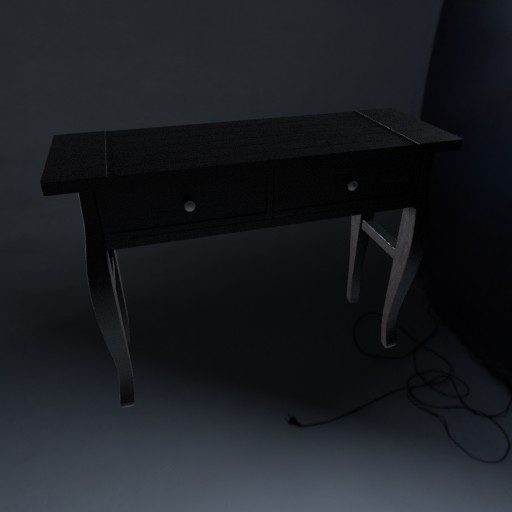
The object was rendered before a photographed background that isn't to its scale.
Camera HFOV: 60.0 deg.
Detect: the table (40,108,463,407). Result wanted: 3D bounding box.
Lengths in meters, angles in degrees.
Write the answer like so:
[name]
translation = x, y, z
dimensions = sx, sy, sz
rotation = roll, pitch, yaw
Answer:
[table]
translation = 0.000, 0.000, 1.416
dimensions = 1.062, 0.768, 0.373
rotation = -9, 33, -14
